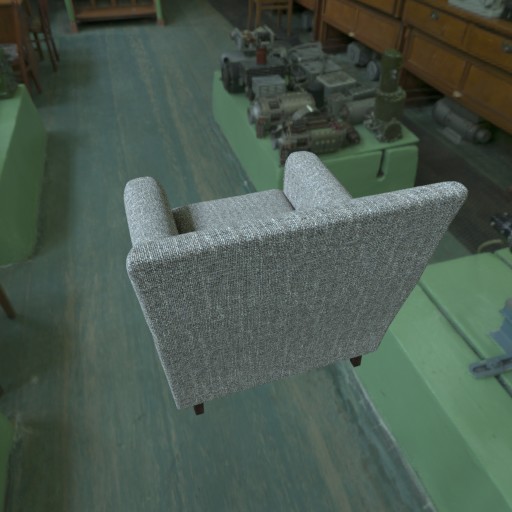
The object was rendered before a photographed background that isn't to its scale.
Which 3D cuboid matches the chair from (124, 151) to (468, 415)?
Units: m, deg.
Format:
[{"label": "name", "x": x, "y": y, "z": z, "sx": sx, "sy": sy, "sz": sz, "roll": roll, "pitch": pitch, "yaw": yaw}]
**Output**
[{"label": "chair", "x": 0.000, "y": 0.000, "z": 1.625, "sx": 0.864, "sy": 0.928, "sz": 0.873, "roll": -13, "pitch": 43, "yaw": -14}]
